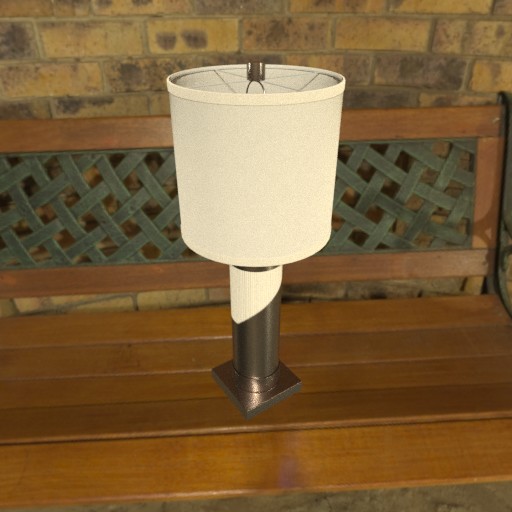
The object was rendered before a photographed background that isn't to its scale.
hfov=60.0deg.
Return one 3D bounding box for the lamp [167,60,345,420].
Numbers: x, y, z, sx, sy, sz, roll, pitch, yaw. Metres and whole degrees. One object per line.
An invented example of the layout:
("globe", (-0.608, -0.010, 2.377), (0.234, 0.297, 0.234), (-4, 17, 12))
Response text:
("lamp", (0.000, 0.000, 0.630), (0.202, 0.509, 0.202), (-19, 36, -29))
